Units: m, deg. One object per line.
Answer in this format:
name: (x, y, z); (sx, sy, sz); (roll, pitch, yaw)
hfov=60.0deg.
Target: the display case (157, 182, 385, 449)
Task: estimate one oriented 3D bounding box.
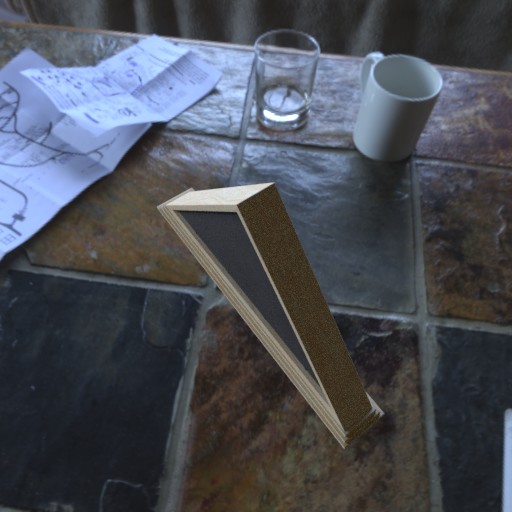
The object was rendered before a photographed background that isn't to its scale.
display case: (0.000, 0.000, 0.761); (0.095, 0.340, 0.640); (-32, 64, -18)
